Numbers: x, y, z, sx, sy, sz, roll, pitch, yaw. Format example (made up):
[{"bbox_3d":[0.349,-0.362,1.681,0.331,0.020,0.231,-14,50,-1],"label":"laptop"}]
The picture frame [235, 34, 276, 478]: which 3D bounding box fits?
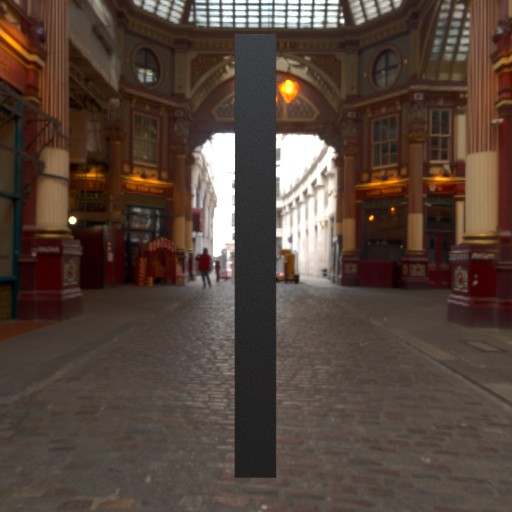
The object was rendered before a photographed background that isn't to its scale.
[{"bbox_3d":[0.000,0.000,0.476,0.030,0.317,0.317,0,0,0],"label":"picture frame"}]
